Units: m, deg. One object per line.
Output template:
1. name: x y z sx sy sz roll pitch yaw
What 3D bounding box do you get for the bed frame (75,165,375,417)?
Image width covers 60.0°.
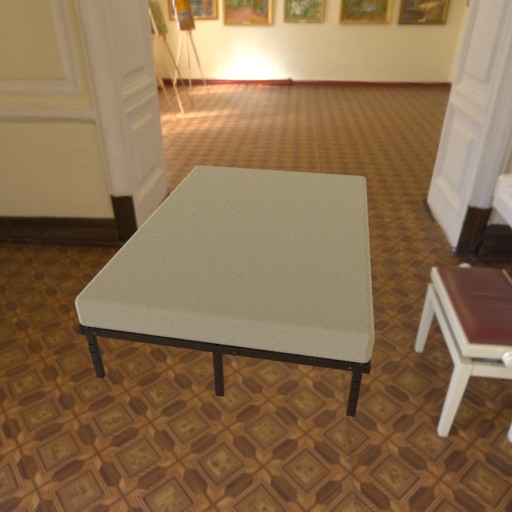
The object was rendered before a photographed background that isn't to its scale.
1. bed frame: 0.000 0.000 3.936 2.205 0.680 2.842 10 32 16
